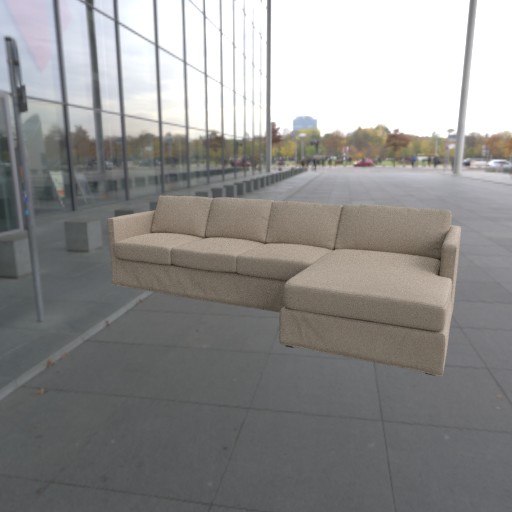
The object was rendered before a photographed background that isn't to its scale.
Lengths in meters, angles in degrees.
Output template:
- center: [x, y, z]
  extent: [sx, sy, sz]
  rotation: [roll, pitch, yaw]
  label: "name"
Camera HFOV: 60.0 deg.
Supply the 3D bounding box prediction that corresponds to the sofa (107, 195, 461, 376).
- center: [0.000, 0.000, 3.843]
  extent: [3.177, 0.867, 1.622]
  rotation: [6, 14, 25]
  label: "sofa"
